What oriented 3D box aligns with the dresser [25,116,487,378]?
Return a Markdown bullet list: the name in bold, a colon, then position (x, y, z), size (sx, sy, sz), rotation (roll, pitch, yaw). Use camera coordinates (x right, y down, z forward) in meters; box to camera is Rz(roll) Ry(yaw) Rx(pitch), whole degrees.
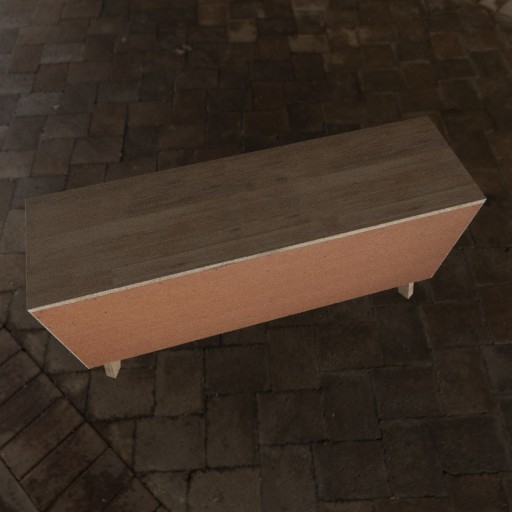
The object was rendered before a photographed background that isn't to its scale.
- **dresser**: position (0.000, 0.000, 1.935), size (1.602, 0.788, 0.455), rotation (-14, 59, -8)
